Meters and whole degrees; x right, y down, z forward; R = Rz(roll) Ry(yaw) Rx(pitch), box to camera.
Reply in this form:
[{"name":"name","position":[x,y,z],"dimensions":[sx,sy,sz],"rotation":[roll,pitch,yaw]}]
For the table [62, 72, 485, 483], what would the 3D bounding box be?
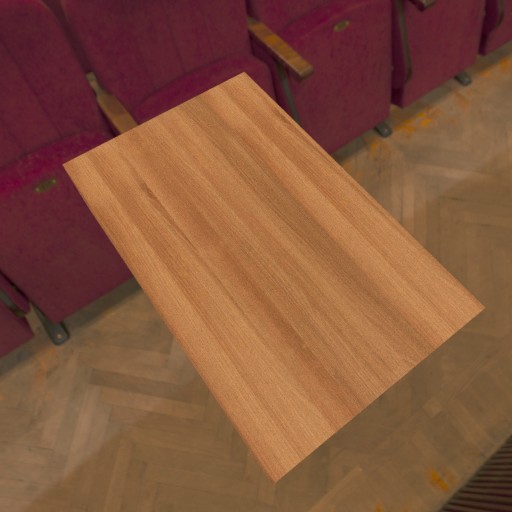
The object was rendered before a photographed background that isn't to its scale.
[{"name":"table","position":[0.000,0.000,1.428],"dimensions":[0.700,0.330,1.100],"rotation":[-33,68,-15]}]
